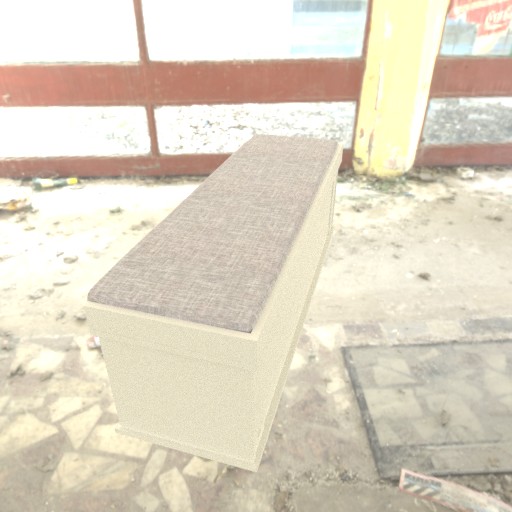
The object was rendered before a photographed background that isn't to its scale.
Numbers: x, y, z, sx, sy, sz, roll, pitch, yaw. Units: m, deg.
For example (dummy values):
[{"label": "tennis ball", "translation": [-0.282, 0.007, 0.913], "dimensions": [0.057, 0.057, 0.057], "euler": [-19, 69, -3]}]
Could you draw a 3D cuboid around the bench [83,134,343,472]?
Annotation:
[{"label": "bench", "translation": [0.000, 0.000, 1.412], "dimensions": [0.363, 0.453, 1.196], "euler": [9, 32, 14]}]
